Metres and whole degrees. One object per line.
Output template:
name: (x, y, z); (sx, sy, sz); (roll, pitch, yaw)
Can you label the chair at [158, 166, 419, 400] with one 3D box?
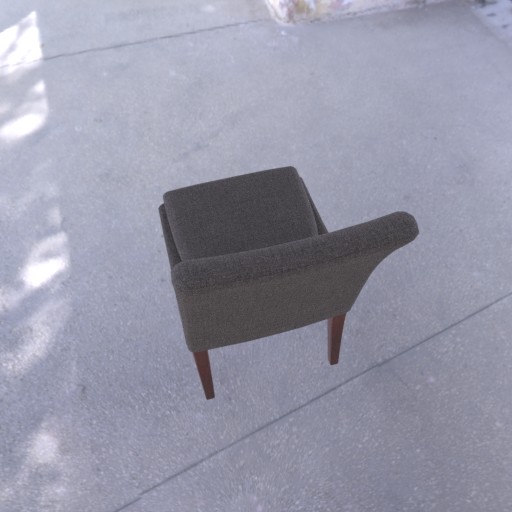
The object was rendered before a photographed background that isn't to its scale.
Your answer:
chair: (0.000, 0.000, 1.307); (0.508, 0.952, 0.655); (-13, 59, -8)
